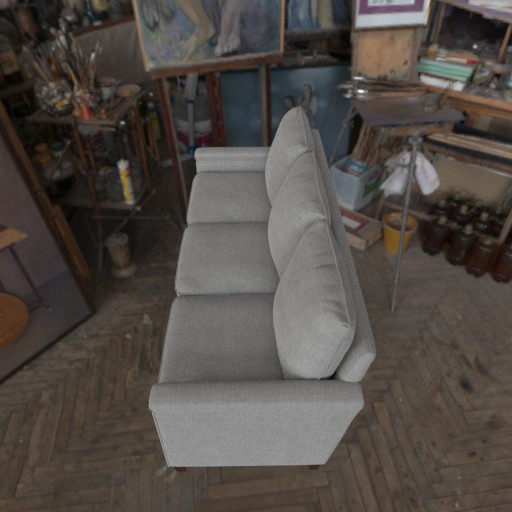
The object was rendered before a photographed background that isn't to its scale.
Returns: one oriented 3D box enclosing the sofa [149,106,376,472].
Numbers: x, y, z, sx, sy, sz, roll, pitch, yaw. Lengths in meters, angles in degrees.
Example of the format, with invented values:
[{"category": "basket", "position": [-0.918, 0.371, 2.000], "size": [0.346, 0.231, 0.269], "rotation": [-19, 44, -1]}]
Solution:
[{"category": "sofa", "position": [0.000, 0.000, 2.381], "size": [0.828, 0.959, 1.925], "rotation": [0, 41, -1]}]
